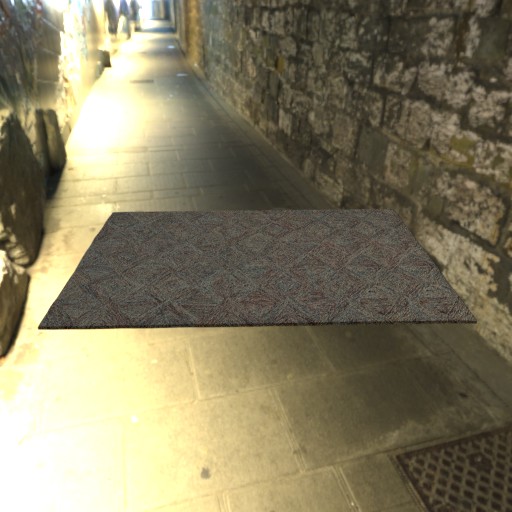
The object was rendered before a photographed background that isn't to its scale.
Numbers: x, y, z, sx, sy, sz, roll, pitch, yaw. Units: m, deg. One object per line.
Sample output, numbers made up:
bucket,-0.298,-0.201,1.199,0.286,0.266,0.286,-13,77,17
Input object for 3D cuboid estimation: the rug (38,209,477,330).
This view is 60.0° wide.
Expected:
rug,0.000,0.000,2.256,1.761,0.014,1.143,-1,29,-1
